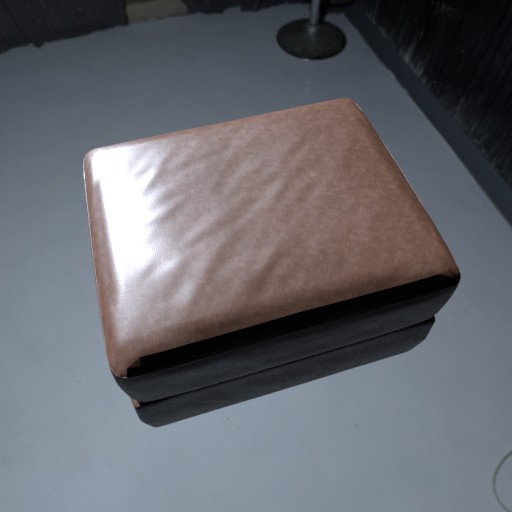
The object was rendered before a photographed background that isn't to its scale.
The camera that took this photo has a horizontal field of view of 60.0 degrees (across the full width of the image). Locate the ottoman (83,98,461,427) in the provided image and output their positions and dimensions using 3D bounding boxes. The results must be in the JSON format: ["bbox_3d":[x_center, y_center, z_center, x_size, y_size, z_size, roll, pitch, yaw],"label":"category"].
[{"bbox_3d":[0.000,0.000,1.131,0.751,0.476,0.603,-14,59,-9],"label":"ottoman"}]
